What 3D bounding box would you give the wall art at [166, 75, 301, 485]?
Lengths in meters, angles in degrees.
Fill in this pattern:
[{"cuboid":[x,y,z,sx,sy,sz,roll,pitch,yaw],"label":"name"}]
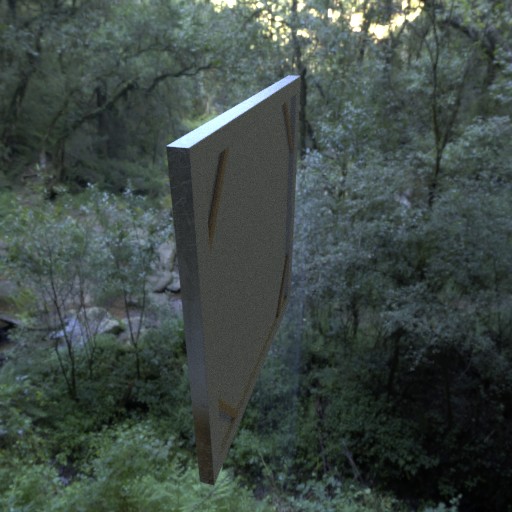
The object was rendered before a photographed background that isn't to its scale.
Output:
[{"cuboid":[0.000,0.000,1.612,0.051,1.091,1.092,8,31,15],"label":"wall art"}]
